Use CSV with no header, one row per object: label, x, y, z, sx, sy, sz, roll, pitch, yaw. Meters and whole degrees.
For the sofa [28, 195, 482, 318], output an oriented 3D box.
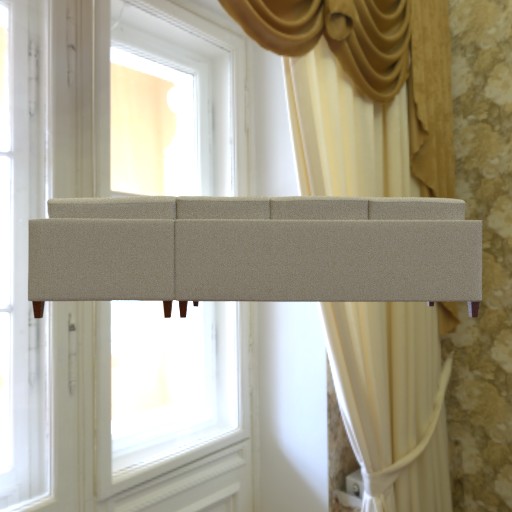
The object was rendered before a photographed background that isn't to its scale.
sofa,0.000,0.000,4.125,3.471,0.954,1.599,0,0,-1
